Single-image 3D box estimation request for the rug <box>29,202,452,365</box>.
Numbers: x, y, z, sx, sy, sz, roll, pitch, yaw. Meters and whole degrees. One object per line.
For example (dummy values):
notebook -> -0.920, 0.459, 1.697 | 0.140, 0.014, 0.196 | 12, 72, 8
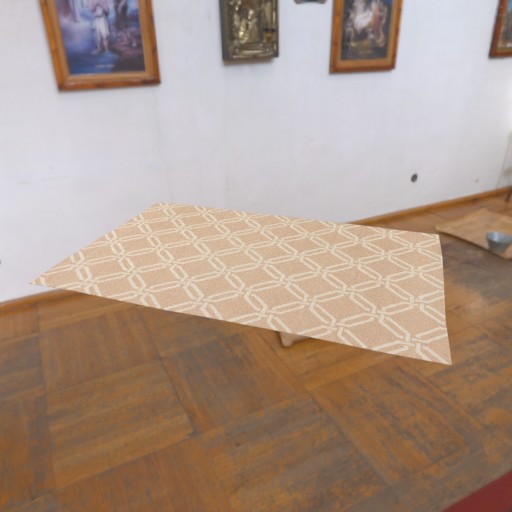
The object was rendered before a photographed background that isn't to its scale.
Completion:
rug -> 0.000, 0.000, 2.188 | 1.745, 0.010, 1.146 | 8, 27, 16
